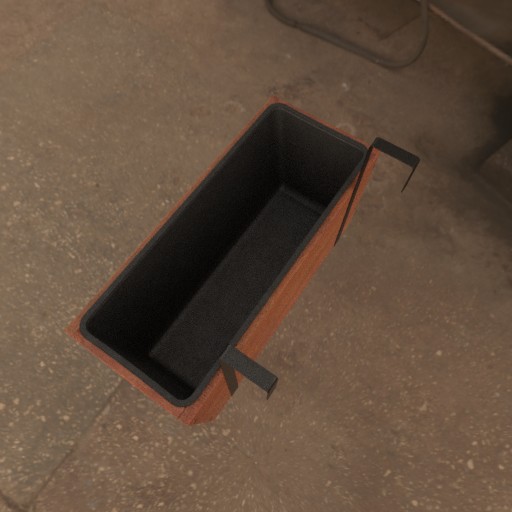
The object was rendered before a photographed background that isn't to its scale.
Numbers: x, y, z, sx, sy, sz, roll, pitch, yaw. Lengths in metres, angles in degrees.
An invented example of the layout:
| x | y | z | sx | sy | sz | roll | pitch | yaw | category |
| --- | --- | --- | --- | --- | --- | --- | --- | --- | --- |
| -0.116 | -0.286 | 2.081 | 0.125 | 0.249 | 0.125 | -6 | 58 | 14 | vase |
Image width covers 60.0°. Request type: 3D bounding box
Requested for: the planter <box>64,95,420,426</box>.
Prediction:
| x | y | z | sx | sy | sz | roll | pitch | yaw | category |
| --- | --- | --- | --- | --- | --- | --- | --- | --- | --- |
| 0.000 | 0.000 | 0.649 | 0.262 | 0.289 | 0.480 | 32 | 69 | 14 | planter |
